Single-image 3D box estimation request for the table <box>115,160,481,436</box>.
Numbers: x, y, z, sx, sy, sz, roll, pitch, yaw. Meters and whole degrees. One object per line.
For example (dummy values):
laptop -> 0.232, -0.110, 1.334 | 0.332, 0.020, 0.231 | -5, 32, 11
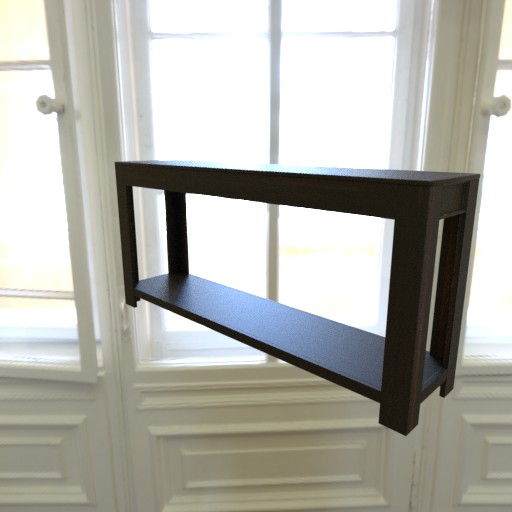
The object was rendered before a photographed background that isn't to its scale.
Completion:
table -> 0.000, 0.000, 1.919 | 1.631, 0.762, 0.384 | 14, 20, 42
